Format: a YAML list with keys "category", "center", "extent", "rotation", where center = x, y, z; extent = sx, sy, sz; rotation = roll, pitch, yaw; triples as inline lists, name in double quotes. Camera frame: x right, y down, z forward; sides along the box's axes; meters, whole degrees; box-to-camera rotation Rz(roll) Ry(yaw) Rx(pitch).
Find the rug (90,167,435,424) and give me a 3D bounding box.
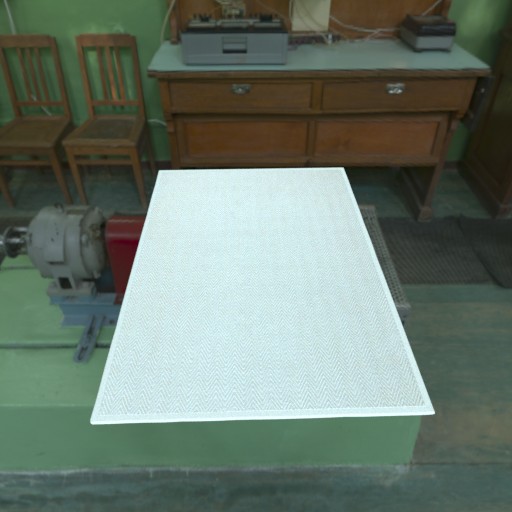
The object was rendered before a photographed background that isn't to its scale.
- category: "rug"
  center: [0.000, 0.000, 2.816]
  extent: [1.532, 0.017, 2.244]
  rotation: [-1, 40, -1]
